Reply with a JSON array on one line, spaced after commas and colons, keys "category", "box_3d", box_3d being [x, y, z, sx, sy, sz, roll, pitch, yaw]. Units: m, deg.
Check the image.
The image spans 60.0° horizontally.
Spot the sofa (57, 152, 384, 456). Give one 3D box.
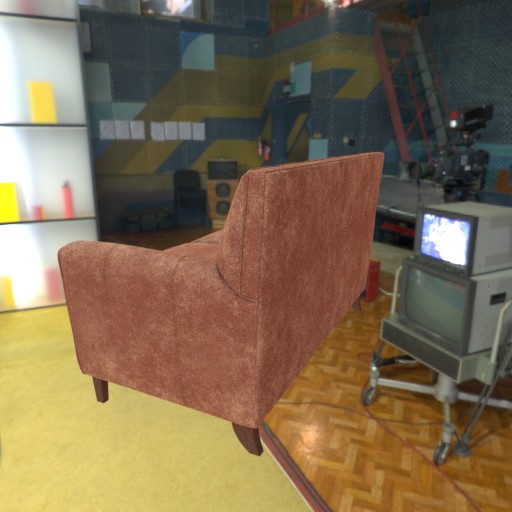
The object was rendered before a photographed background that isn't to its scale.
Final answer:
[{"category": "sofa", "box_3d": [0.000, 0.000, 1.964, 0.787, 0.871, 1.473, 7, 17, 25]}]
